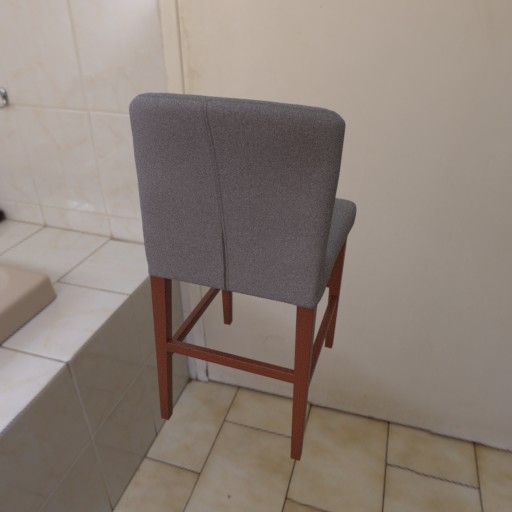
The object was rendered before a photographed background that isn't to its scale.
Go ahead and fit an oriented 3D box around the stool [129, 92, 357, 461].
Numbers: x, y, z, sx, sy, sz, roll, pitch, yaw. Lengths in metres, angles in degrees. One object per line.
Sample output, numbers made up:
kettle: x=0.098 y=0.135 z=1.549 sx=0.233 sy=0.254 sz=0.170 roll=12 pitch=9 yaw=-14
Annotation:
stool: x=0.000 y=0.000 z=1.270 sx=0.481 sy=0.968 sz=0.568 roll=10 pitch=32 yaw=17
